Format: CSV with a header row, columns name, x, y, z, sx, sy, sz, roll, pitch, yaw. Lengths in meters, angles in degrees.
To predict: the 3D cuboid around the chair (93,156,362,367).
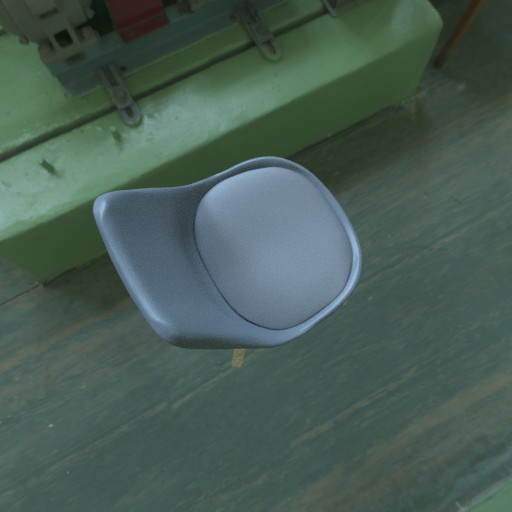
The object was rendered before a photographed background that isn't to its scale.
name,x,y,z,sx,sy,sz,roll,pitch,yaw
chair,0.000,0.000,1.200,0.550,0.850,0.485,-30,78,-7
